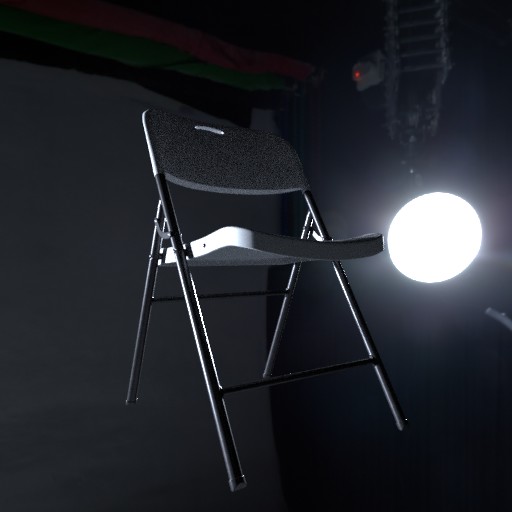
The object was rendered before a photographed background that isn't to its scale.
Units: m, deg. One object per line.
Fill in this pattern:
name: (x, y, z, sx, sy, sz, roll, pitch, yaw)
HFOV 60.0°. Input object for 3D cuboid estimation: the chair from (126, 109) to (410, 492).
chair: (0.000, 0.000, 1.127, 0.494, 0.810, 0.566, 0, 0, -35)
